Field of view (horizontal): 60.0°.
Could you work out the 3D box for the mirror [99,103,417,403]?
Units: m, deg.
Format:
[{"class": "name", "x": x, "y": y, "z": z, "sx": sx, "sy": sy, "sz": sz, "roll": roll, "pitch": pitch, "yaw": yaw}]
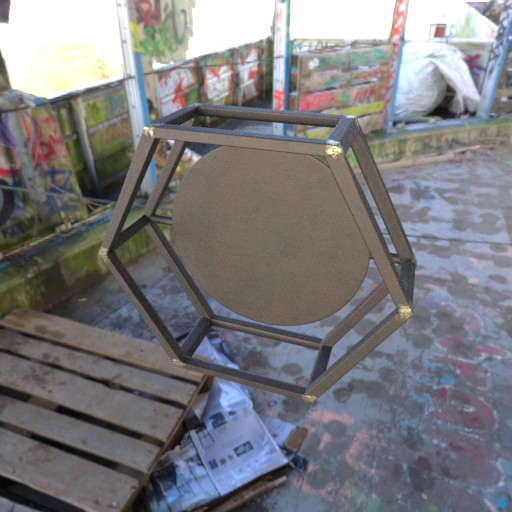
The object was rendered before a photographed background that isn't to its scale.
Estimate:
[{"class": "mirror", "x": 0.000, "y": 0.000, "z": 0.553, "sx": 0.380, "sy": 0.334, "sz": 0.119, "roll": 10, "pitch": 33, "yaw": 16}]
